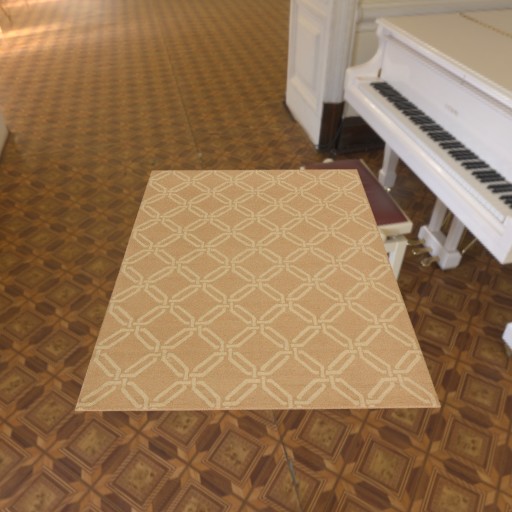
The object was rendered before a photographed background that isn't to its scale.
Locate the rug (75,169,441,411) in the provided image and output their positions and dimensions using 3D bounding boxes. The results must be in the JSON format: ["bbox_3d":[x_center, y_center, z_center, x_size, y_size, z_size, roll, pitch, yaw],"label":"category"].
[{"bbox_3d":[0.000,0.000,3.850,2.288,0.018,2.895,0,41,0],"label":"rug"}]
